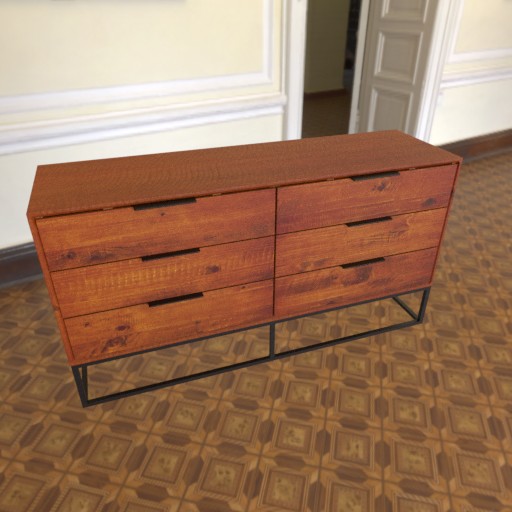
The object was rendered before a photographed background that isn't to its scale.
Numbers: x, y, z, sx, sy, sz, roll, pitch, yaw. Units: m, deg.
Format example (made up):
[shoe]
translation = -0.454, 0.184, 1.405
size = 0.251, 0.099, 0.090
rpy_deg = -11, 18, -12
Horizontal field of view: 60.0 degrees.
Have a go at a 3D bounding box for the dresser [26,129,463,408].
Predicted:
[dresser]
translation = 0.000, 0.000, 1.857
size = 1.536, 0.810, 0.464
rpy_deg = -10, 32, -16
